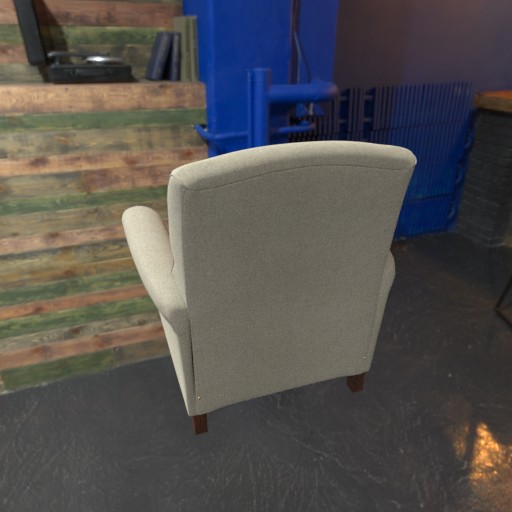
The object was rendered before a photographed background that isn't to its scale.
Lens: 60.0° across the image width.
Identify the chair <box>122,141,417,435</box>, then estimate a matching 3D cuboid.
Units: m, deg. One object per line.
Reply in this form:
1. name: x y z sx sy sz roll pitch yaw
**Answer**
1. chair: 0.000 0.000 1.802 0.978 1.061 0.905 -9 27 -17
